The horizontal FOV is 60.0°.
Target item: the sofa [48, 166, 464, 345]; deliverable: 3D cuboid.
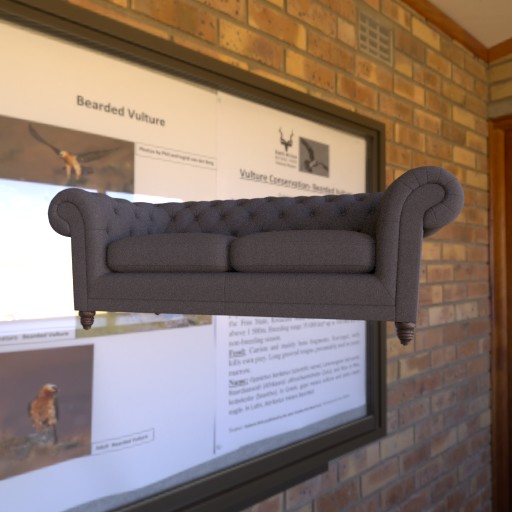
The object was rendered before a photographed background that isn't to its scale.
[{"bbox_3d":[0.000,0.000,2.469,1.998,0.764,0.986,0,-1,17],"label":"sofa"}]
